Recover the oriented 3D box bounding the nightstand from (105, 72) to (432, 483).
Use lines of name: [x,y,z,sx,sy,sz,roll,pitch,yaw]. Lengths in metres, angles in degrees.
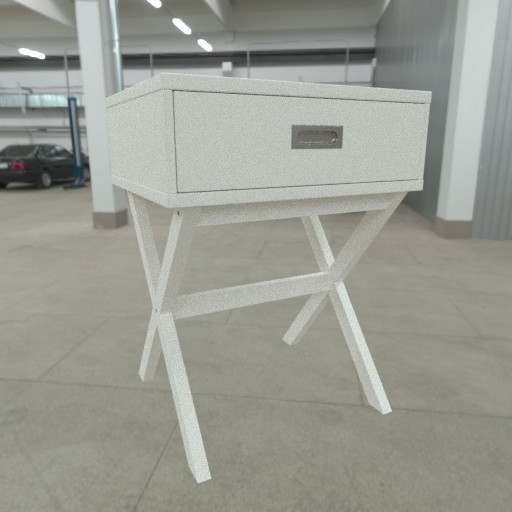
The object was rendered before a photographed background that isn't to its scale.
nightstand: [0.000,0.000,0.910,0.479,0.623,0.402,-8,16,-27]
